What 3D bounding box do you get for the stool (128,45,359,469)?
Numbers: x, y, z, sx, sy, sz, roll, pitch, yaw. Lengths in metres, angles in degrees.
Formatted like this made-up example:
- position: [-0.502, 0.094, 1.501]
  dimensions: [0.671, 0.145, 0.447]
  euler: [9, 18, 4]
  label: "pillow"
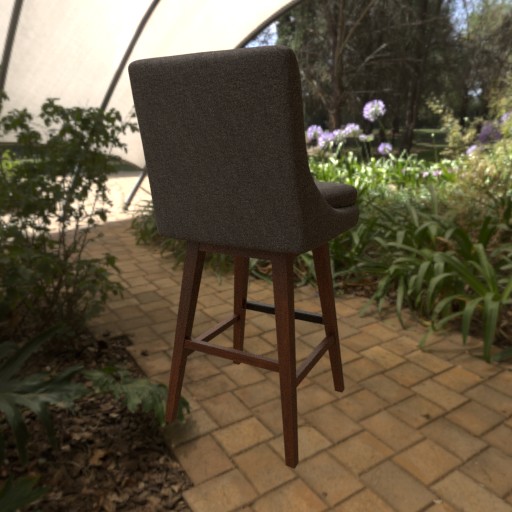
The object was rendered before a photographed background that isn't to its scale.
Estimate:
- position: [0.000, 0.000, 1.350]
  dimensions: [0.489, 1.068, 0.572]
  euler: [8, 17, 27]
  label: "stool"
